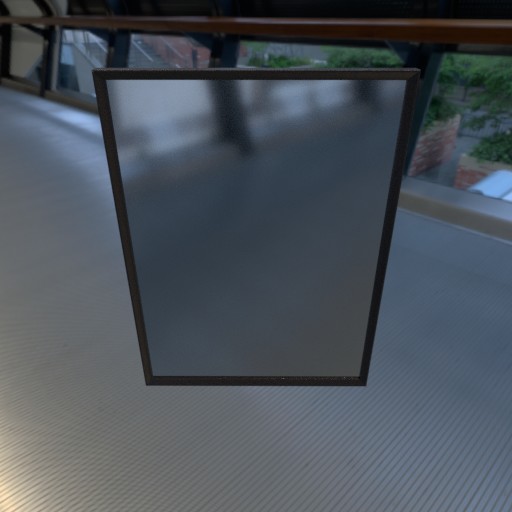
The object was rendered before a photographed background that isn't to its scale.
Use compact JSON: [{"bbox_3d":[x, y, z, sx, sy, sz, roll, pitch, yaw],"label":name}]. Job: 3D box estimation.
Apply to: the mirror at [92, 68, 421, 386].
[{"bbox_3d":[0.000,0.000,1.295,0.762,1.016,0.041,0,30,0],"label":"mirror"}]
